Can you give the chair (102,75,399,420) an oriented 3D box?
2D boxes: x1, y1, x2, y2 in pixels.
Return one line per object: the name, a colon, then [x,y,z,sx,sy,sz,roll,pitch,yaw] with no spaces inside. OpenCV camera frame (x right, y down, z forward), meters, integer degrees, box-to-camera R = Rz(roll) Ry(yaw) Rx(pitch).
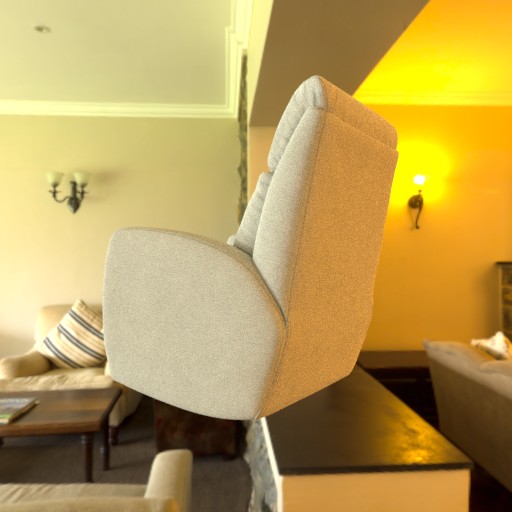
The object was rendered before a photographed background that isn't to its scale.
chair: [0.000,0.000,1.701,0.941,1.015,0.812,0,0,37]
